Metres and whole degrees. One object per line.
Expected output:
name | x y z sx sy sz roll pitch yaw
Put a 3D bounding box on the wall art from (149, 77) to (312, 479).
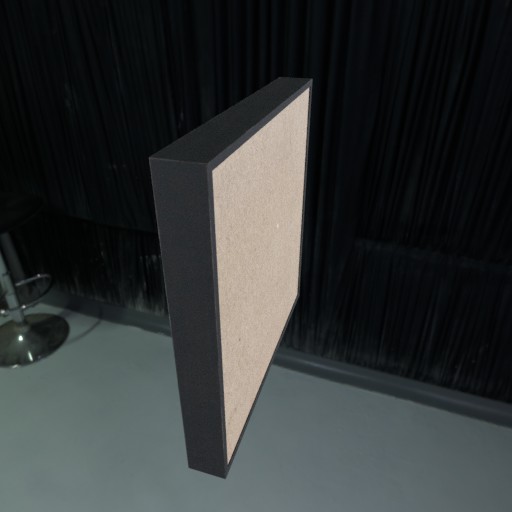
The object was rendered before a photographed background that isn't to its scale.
wall art | 0.000 0.000 0.464 0.038 0.305 0.305 9 32 15
